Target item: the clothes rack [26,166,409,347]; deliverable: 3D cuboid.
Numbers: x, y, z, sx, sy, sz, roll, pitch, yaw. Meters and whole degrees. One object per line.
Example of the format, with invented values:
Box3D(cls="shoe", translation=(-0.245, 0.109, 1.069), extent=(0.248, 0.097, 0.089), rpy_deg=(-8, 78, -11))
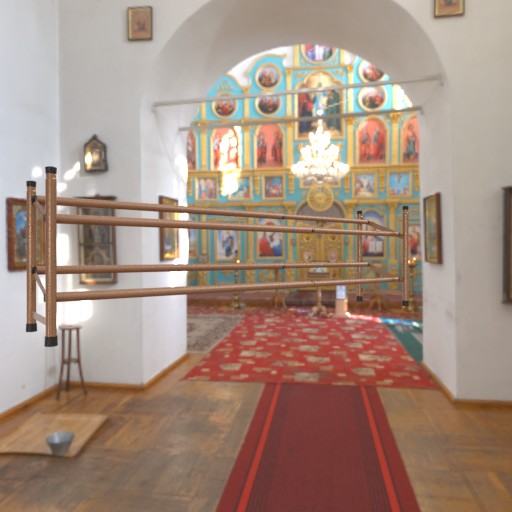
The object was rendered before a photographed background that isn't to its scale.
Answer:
Box3D(cls="clothes rack", translation=(0.000, 0.000, 1.286), extent=(1.168, 0.349, 0.229), rpy_deg=(0, 0, -36))
